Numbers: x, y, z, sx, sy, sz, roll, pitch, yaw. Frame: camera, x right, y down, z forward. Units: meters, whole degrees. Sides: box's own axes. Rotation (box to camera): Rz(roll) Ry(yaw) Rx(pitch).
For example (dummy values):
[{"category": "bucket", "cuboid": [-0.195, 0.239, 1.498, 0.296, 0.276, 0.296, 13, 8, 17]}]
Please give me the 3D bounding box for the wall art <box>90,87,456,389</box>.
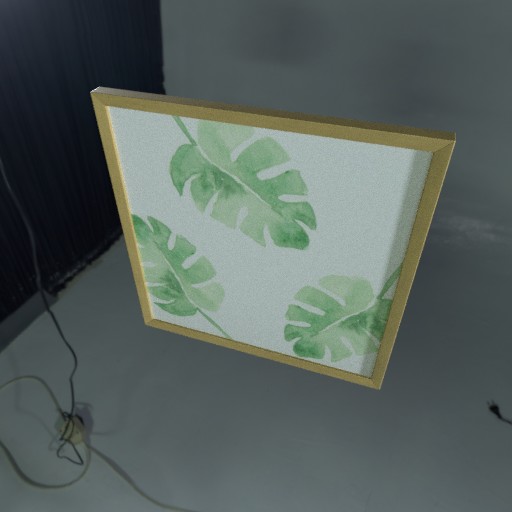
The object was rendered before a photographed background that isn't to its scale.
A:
[{"category": "wall art", "cuboid": [0.000, 0.000, 1.139, 0.763, 0.763, 0.037, 12, 41, 15]}]
